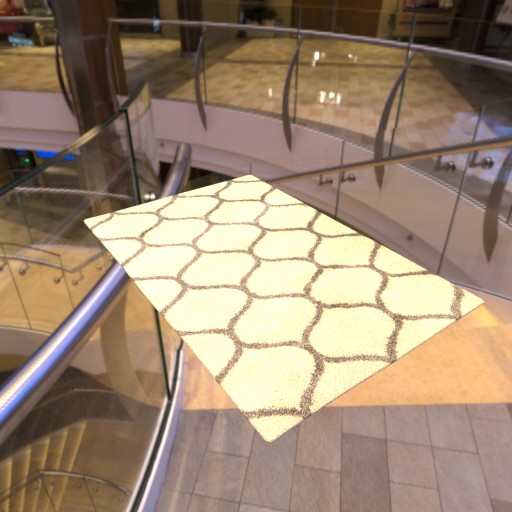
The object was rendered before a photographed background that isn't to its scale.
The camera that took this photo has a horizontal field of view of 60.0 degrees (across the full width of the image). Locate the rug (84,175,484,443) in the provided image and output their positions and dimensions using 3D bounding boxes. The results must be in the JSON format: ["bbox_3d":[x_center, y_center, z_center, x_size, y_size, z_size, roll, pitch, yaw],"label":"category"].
[{"bbox_3d":[0.000,0.000,3.412,1.801,0.026,2.701,-21,38,-29],"label":"rug"}]
